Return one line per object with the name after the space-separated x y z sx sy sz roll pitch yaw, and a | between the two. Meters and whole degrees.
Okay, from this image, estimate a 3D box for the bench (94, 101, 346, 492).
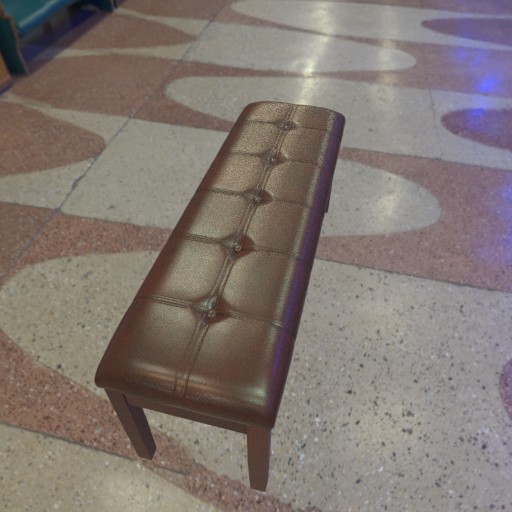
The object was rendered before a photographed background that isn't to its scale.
0.000 0.000 1.452 0.401 0.491 1.259 10 46 10 | bench
